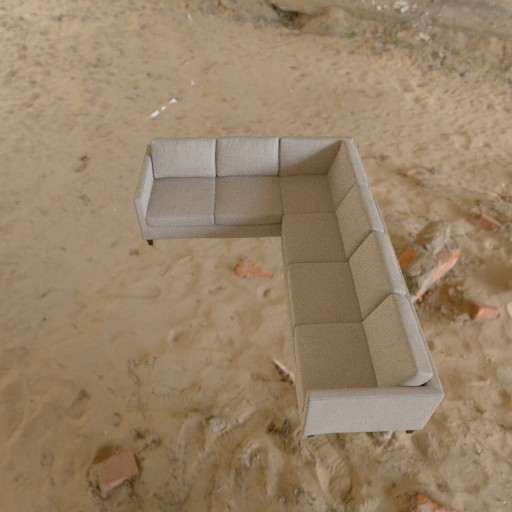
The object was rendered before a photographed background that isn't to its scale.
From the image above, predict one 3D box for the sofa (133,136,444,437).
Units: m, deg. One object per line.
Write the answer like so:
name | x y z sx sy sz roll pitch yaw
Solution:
sofa | 0.000 0.000 4.203 2.432 0.863 3.182 -1 46 -1
